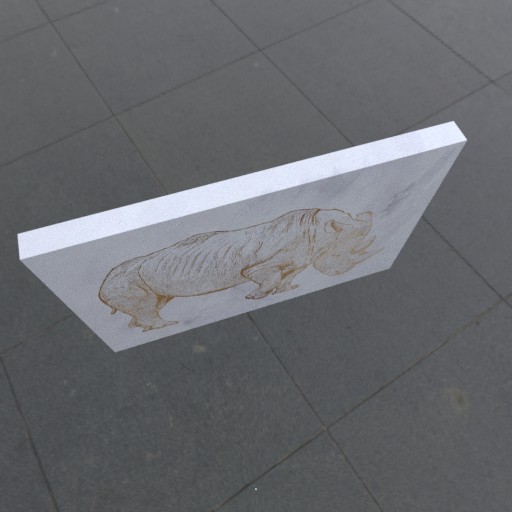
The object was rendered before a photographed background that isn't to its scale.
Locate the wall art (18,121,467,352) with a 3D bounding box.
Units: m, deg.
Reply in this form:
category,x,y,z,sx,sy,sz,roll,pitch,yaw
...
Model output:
category,x,y,z,sx,sy,sz,roll,pitch,yaw
wall art,0.000,0.000,0.764,0.609,0.407,0.038,-16,63,-8
